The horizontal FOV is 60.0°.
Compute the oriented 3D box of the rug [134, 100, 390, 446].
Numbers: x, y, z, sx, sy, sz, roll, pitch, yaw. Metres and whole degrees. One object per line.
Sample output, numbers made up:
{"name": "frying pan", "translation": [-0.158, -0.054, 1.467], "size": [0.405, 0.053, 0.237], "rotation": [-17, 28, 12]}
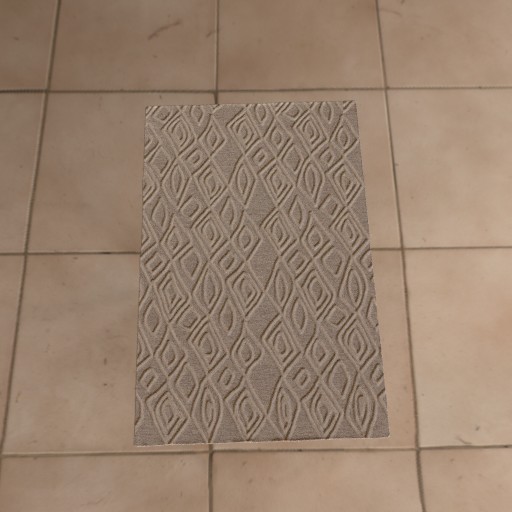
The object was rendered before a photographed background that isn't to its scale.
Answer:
{"name": "rug", "translation": [0.000, 0.000, 2.337], "size": [1.224, 0.016, 1.832], "rotation": [-2, 75, 0]}
